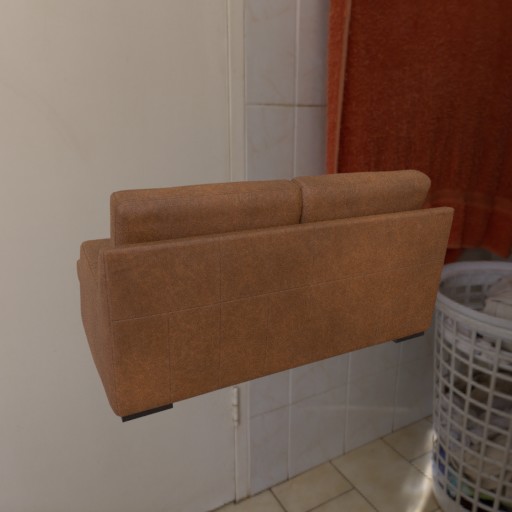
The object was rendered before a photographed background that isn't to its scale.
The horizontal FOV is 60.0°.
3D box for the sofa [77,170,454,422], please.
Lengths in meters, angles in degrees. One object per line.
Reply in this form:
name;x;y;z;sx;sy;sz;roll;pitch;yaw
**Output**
sofa;0.000;0.000;2.510;1.880;0.966;1.144;-8;19;-26
